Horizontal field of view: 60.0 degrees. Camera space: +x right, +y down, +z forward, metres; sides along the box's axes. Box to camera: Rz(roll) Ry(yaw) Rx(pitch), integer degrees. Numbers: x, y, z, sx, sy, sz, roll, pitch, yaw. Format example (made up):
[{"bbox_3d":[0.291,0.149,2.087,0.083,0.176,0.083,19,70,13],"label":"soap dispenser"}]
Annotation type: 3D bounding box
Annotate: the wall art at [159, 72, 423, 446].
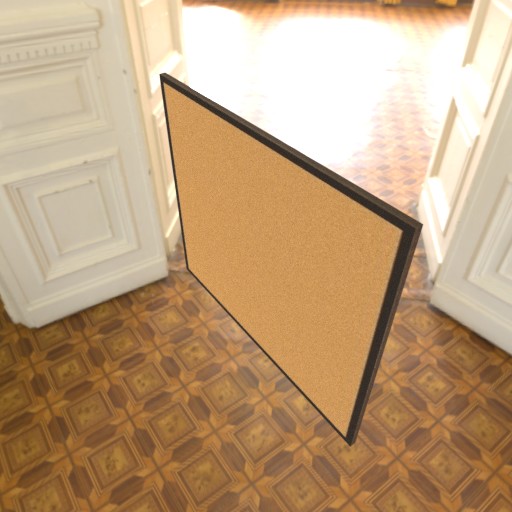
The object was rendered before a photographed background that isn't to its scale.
[{"bbox_3d":[0.000,0.000,1.436,0.023,0.875,1.033,-26,48,-27],"label":"wall art"}]
